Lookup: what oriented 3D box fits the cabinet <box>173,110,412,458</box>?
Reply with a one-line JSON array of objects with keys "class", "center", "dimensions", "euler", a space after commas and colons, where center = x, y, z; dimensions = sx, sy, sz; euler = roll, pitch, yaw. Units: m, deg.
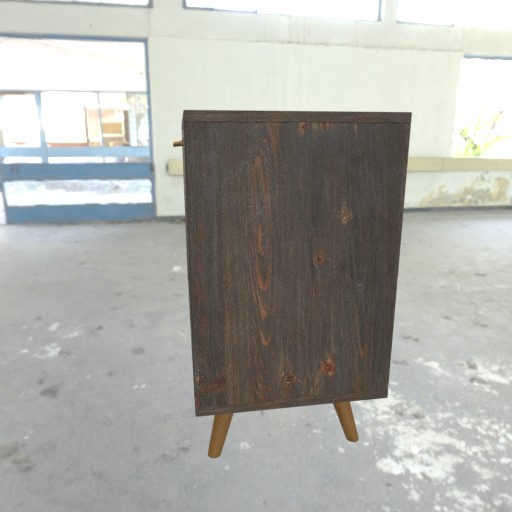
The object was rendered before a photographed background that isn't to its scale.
[{"class": "cabinet", "center": [0.000, 0.000, 1.533], "dimensions": [0.529, 0.897, 1.023], "euler": [-2, 15, -9]}]
